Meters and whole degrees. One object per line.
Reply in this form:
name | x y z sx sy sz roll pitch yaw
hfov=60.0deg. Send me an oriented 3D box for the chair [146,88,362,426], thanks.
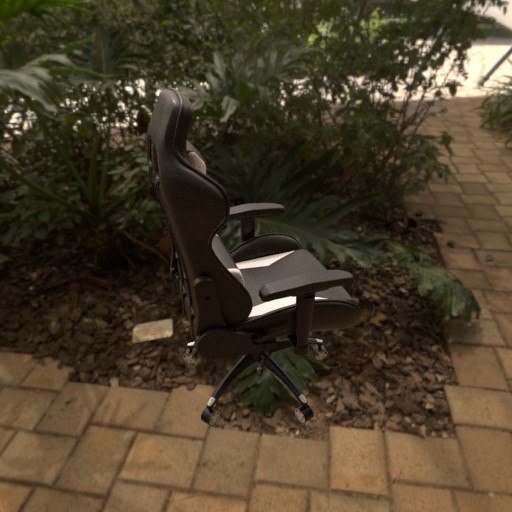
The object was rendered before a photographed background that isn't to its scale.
chair | 0.000 0.000 1.758 0.695 1.285 0.730 -10 32 -17
